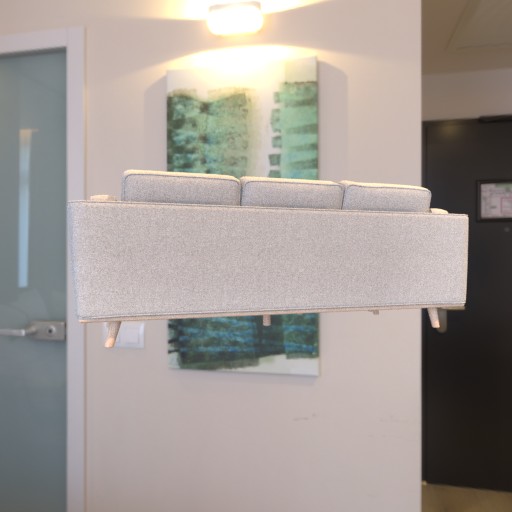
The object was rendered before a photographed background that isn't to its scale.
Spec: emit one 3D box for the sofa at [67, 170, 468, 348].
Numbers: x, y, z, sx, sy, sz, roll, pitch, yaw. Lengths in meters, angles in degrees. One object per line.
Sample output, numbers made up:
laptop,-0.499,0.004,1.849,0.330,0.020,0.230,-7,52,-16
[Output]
sofa,0.000,0.000,3.209,2.411,0.929,1.604,0,0,-18
